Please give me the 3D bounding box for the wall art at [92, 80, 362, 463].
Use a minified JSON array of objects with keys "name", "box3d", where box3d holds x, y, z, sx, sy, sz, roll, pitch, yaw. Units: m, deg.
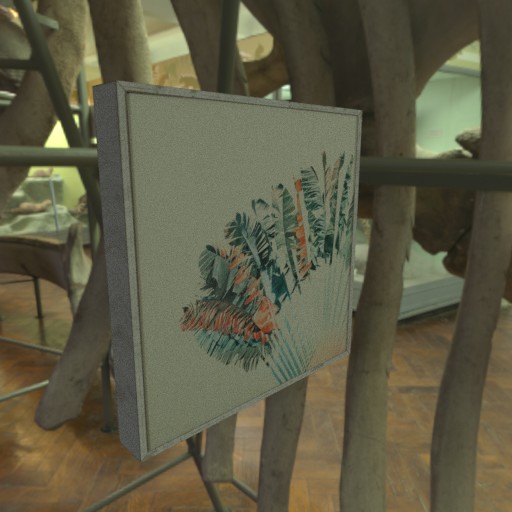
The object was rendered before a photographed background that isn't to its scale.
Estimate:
[{"name":"wall art","box3d":[0.000,0.000,0.456,0.305,0.303,0.038,-12,17,-43]}]
